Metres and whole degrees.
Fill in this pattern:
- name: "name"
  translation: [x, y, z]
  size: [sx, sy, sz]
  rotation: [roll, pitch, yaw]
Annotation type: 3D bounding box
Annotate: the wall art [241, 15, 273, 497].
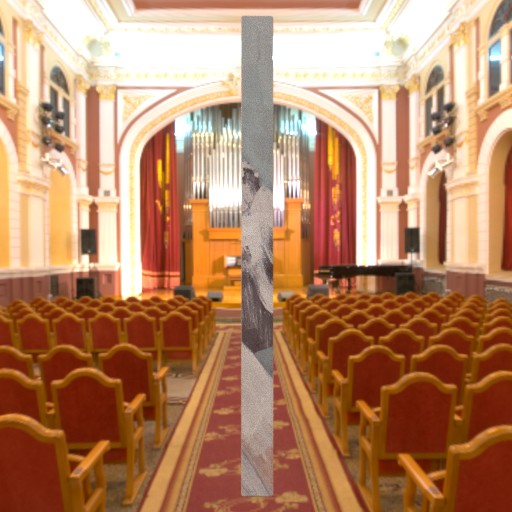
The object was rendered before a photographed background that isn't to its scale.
- name: "wall art"
  translation: [0.000, 0.000, 1.140]
  size: [0.061, 0.911, 0.609]
  rotation: [0, 0, 0]
